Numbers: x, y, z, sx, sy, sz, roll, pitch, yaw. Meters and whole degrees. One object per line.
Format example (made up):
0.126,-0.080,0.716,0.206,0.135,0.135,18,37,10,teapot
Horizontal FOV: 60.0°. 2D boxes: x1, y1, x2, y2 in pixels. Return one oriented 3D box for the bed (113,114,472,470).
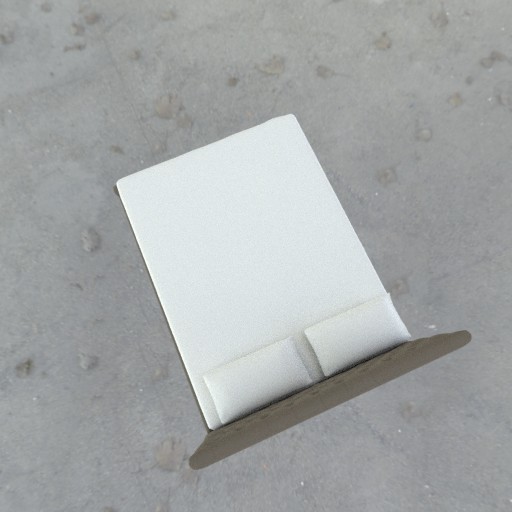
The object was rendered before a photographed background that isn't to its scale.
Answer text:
0.000,0.000,3.306,1.696,1.426,2.233,-23,76,-6,bed
